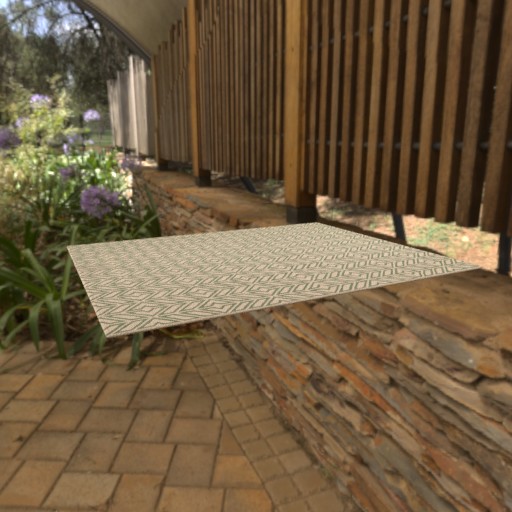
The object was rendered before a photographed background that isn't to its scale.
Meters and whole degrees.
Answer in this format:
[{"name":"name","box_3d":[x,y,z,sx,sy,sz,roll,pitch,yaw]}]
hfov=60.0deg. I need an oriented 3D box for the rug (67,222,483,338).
[{"name":"rug","box_3d":[0.000,0.000,4.101,3.050,0.017,2.441,-7,16,-26]}]
